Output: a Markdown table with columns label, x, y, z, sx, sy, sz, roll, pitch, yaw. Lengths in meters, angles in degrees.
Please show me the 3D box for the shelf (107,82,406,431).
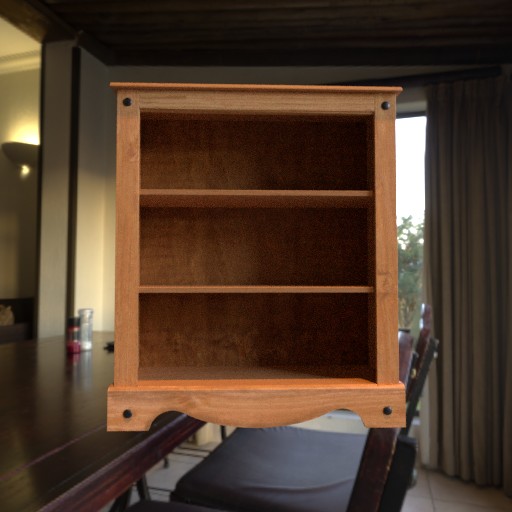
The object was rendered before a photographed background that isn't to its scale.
| label | x | y | z | sx | sy | sz | roll | pitch | yaw |
| --- | --- | --- | --- | --- | --- | --- | --- | --- | --- |
| shelf | 0.000 | 0.000 | 1.398 | 0.840 | 0.980 | 0.291 | 0 | -2 | -2 |
